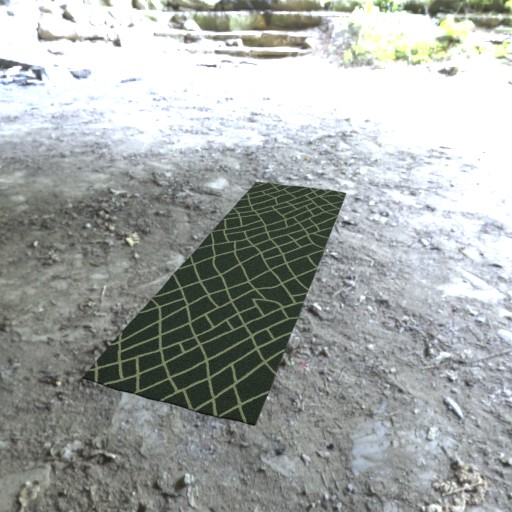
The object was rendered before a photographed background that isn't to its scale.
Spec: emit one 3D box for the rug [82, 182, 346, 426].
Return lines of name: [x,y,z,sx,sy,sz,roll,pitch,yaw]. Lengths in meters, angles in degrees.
rug: [0.000,0.000,2.823,0.807,0.010,2.476,10,32,16]
